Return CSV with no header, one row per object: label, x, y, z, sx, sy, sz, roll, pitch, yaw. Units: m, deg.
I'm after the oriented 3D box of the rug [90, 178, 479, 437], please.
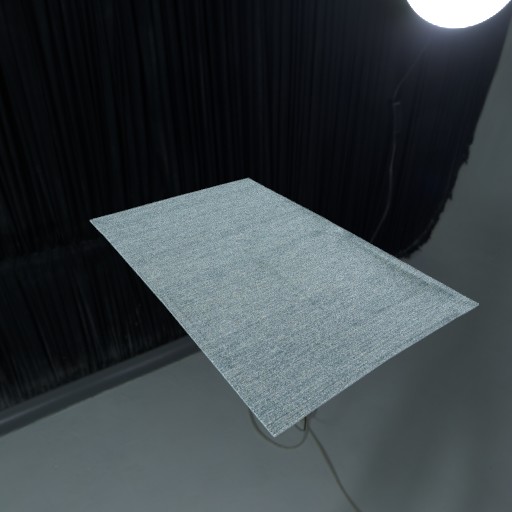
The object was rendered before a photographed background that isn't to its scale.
rug,0.000,0.000,2.346,1.174,0.022,1.853,-21,37,-29
